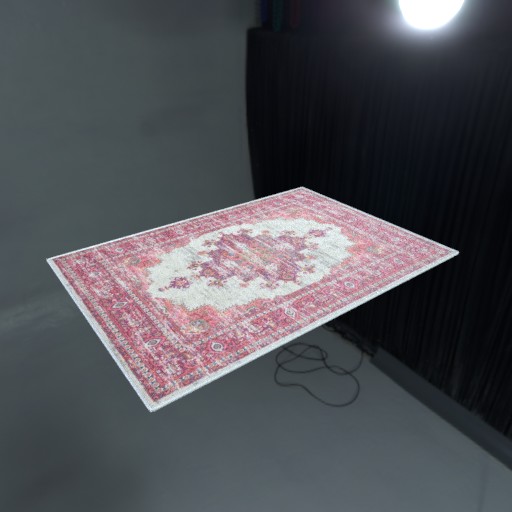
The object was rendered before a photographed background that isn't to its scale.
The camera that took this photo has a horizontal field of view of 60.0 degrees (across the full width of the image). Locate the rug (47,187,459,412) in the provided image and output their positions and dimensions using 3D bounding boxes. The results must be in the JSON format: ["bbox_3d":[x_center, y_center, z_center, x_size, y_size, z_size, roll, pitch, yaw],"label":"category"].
[{"bbox_3d":[0.000,0.000,2.280,1.747,0.011,1.217,-20,35,-32],"label":"rug"}]
